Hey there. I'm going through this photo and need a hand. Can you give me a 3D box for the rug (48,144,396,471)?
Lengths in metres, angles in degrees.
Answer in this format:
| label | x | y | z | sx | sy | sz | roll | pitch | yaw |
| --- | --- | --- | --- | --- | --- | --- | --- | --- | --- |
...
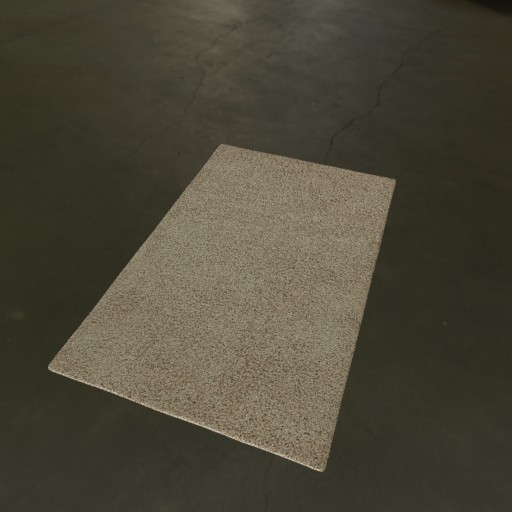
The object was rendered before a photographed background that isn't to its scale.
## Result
| label | x | y | z | sx | sy | sz | roll | pitch | yaw |
| --- | --- | --- | --- | --- | --- | --- | --- | --- | --- |
| rug | 0.000 | 0.000 | 3.451 | 1.778 | 0.030 | 2.743 | 15 | 48 | 14 |
